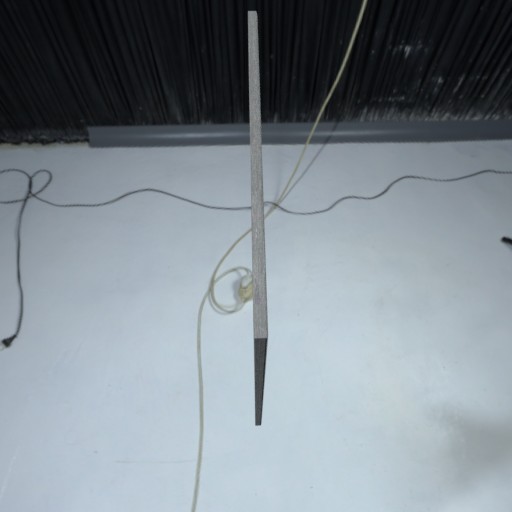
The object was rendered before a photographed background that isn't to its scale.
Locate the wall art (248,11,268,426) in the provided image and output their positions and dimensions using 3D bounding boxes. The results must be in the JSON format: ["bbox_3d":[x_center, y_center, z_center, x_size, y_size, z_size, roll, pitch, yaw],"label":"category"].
[{"bbox_3d":[0.000,0.000,0.762,0.013,0.570,0.476,-1,62,-1],"label":"wall art"}]
